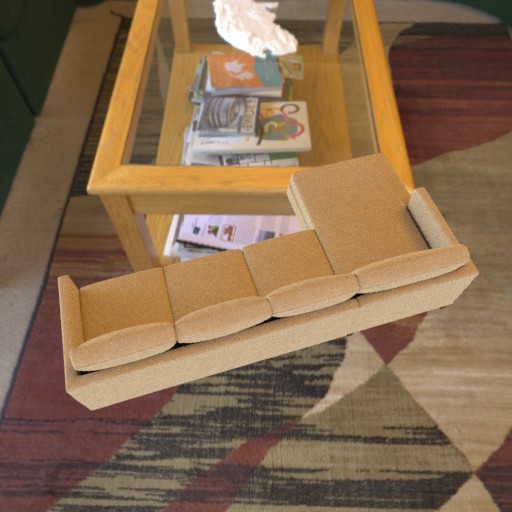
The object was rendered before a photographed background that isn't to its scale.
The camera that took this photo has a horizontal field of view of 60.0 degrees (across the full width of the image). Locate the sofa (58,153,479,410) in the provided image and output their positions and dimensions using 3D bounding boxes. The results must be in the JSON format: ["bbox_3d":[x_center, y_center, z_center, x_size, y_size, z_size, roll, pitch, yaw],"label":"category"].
[{"bbox_3d":[0.000,0.000,3.837,3.186,0.846,1.625,-14,60,-9],"label":"sofa"}]
